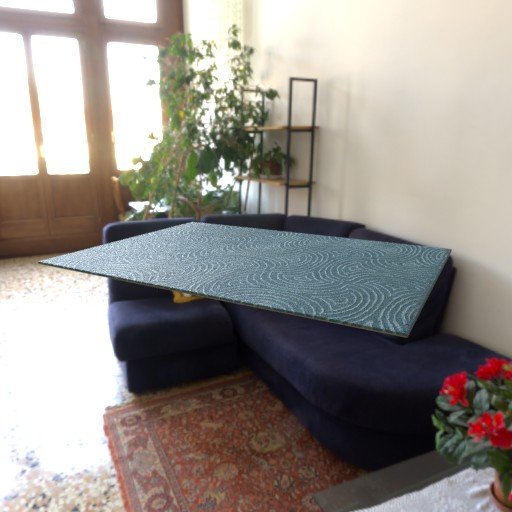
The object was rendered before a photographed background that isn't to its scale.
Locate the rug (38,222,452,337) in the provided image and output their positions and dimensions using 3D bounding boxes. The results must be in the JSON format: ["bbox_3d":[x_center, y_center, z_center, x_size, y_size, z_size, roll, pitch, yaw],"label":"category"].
[{"bbox_3d":[0.000,0.000,2.813,2.144,0.015,1.543,8,17,28],"label":"rug"}]
